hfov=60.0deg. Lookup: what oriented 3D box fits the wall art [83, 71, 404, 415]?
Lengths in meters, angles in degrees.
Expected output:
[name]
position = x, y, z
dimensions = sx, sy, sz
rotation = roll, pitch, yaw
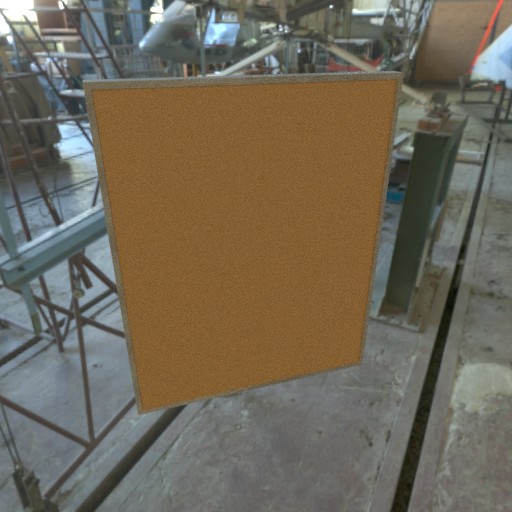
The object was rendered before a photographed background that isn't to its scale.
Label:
[wall art]
position = 0.000, 0.000, 0.690
dimensions = 0.421, 0.521, 0.032
rotation = -8, 28, -16
